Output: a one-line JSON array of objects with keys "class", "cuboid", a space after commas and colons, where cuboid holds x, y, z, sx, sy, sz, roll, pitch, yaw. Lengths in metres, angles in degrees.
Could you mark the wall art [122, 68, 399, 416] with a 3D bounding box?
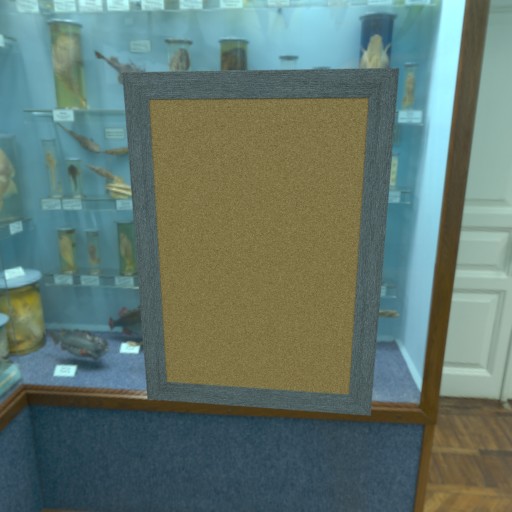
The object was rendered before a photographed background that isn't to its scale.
[{"class": "wall art", "cuboid": [0.000, 0.000, 1.377, 0.768, 1.070, 0.020, 2, 16, 7]}]
